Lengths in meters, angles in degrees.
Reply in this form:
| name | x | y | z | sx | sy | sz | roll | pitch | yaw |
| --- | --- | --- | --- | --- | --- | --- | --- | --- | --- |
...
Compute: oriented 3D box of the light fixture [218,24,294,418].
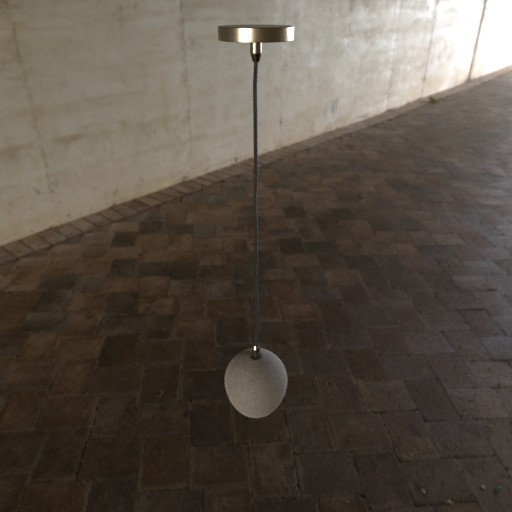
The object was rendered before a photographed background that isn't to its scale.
| name | x | y | z | sx | sy | sz | roll | pitch | yaw |
| --- | --- | --- | --- | --- | --- | --- | --- | --- | --- |
| light fixture | 0.000 | 0.000 | 0.829 | 0.139 | 0.764 | 0.139 | -9 | 31 | -15 |
